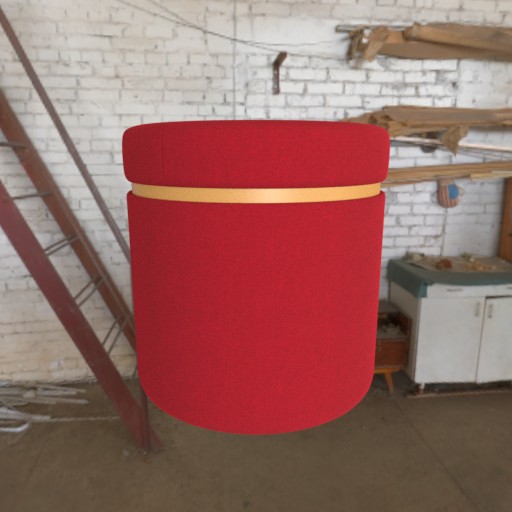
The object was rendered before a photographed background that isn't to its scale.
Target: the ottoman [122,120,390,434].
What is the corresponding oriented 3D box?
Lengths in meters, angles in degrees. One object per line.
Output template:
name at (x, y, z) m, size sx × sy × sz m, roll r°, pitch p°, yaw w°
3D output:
ottoman at (0.000, 0.000, 0.728) m, size 0.400 × 0.406 × 0.400 m, roll 0°, pitch 13°, yaw 0°
